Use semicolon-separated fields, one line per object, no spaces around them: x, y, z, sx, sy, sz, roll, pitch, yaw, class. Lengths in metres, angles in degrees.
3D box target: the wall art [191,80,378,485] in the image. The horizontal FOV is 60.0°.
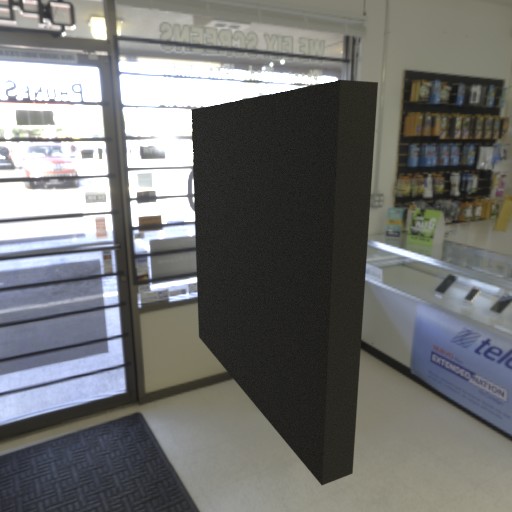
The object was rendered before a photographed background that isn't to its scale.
0.000;0.000;0.458;0.030;0.305;0.308;-7;16;-25;wall art
